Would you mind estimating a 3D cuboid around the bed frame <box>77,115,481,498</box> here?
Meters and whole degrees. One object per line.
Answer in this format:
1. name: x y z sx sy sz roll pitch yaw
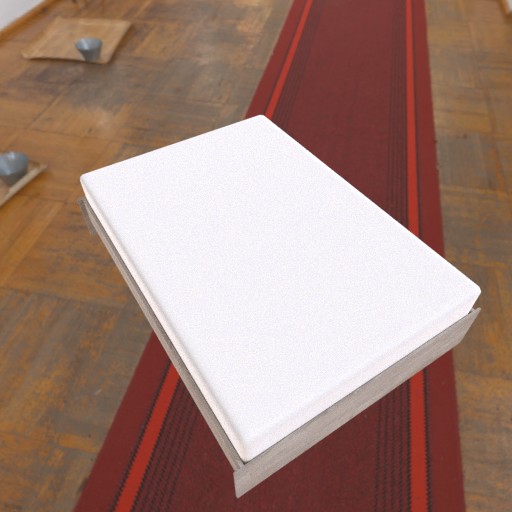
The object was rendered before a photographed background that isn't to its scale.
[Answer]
1. bed frame: 0.000 0.000 2.570 1.445 0.497 1.945 -25 52 -22
